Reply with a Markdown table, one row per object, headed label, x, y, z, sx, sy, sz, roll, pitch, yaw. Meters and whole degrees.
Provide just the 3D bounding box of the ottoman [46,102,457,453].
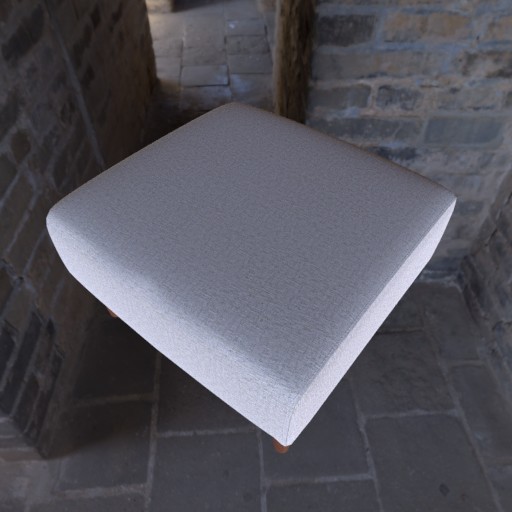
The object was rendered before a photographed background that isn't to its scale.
| label | x | y | z | sx | sy | sz | roll | pitch | yaw |
| --- | --- | --- | --- | --- | --- | --- | --- | --- | --- |
| ottoman | 0.000 | 0.000 | 1.057 | 0.655 | 0.399 | 0.648 | 31 | 54 | 25 |
